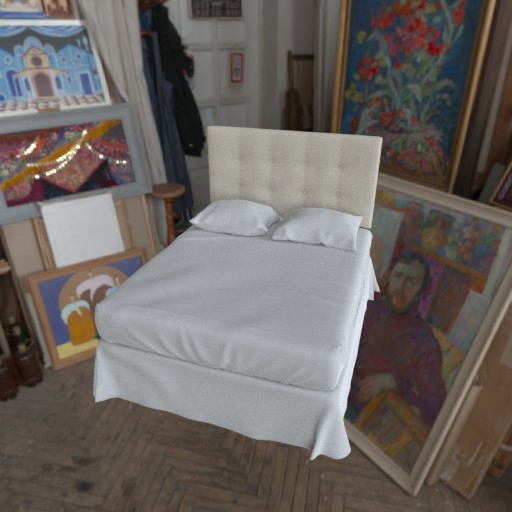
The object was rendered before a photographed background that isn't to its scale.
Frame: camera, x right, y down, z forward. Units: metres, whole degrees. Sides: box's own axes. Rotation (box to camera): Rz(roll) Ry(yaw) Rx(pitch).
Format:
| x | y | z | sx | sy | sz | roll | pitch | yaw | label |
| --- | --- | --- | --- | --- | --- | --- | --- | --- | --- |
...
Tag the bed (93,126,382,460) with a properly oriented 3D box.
| x | y | z | sx | sy | sz | roll | pitch | yaw | label |
| --- | --- | --- | --- | --- | --- | --- | --- | --- | --- |
| 0.000 | 0.000 | 3.520 | 1.936 | 1.577 | 2.222 | 9 | 28 | 16 | bed |
